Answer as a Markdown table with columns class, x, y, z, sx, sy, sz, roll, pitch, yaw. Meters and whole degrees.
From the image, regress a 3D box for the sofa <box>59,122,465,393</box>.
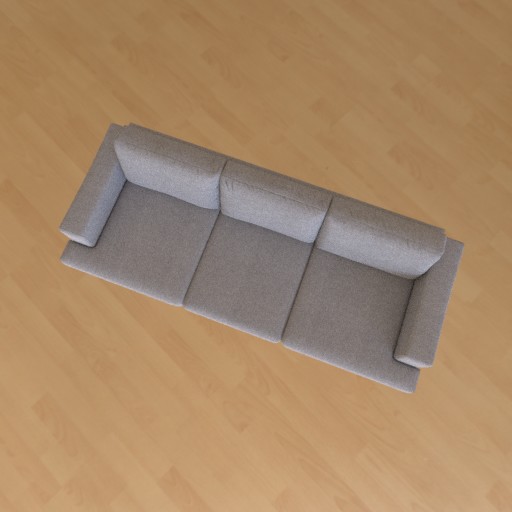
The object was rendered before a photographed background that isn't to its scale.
| class | x | y | z | sx | sy | sz | roll | pitch | yaw |
| --- | --- | --- | --- | --- | --- | --- | --- | --- | --- |
| sofa | 0.000 | 0.000 | 2.764 | 2.310 | 0.810 | 0.920 | 20 | 77 | 5 |
